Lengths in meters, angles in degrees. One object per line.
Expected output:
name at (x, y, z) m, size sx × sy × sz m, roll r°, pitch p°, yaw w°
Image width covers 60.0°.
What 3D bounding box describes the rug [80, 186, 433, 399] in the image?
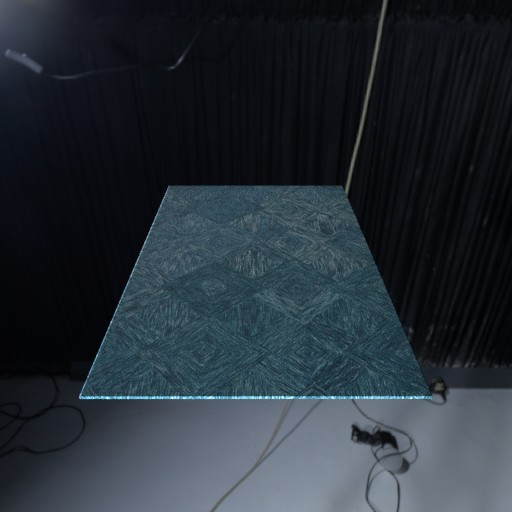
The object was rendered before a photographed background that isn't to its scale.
rug at (0.000, 0.000, 2.833) m, size 1.490 × 0.015 × 2.277 m, roll 0°, pitch 32°, yaw 0°
